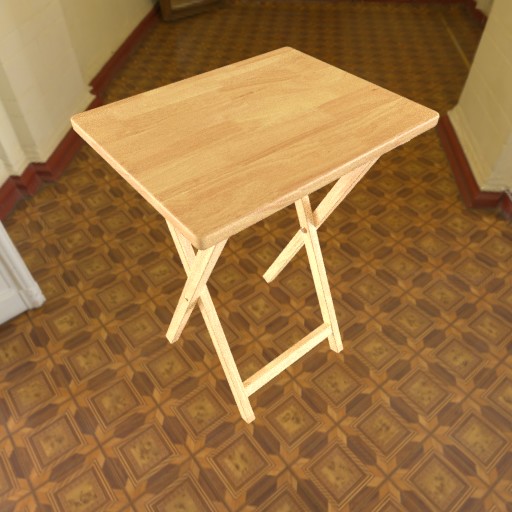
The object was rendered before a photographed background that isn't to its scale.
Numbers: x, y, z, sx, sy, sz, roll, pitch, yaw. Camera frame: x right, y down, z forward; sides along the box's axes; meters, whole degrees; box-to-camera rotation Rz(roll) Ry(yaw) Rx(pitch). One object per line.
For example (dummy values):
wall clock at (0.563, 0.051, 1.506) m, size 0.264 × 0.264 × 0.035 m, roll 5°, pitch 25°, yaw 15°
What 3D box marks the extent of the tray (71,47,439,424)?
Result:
tray at (0.000, 0.000, 0.962) m, size 0.483 × 0.660 × 0.381 m, roll -30°, pitch 53°, yaw -26°
